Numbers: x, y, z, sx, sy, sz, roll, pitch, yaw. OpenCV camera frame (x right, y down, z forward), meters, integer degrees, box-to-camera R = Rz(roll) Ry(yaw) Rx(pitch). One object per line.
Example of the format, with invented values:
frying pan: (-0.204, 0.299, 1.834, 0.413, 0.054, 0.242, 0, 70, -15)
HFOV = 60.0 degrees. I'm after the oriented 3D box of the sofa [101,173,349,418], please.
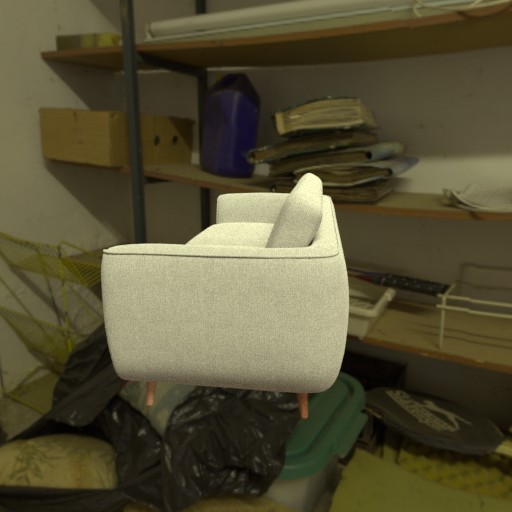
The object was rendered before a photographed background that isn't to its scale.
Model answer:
sofa: (0.000, 0.000, 2.462, 0.920, 0.850, 2.000, 2, 14, 8)
